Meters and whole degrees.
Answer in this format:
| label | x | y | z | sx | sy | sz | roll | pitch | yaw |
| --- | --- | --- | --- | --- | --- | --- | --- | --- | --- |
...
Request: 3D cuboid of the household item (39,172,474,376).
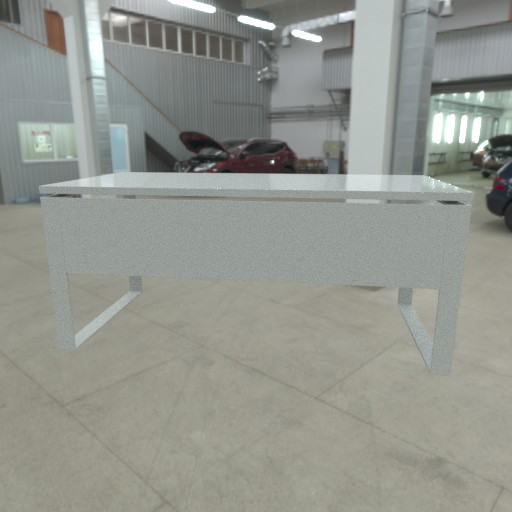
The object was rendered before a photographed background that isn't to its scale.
| label | x | y | z | sx | sy | sz | roll | pitch | yaw |
| --- | --- | --- | --- | --- | --- | --- | --- | --- | --- |
| household item | 0.000 | 0.000 | 2.194 | 1.700 | 0.745 | 0.800 | 2 | 15 | 8 |
